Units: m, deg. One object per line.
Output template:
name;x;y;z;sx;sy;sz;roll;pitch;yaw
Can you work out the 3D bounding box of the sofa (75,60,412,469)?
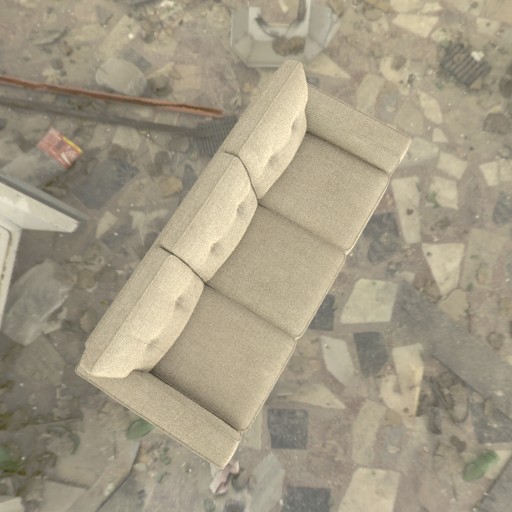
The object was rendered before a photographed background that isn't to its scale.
sofa;0.000;0.000;2.617;0.939;0.965;2.133;30;78;7
